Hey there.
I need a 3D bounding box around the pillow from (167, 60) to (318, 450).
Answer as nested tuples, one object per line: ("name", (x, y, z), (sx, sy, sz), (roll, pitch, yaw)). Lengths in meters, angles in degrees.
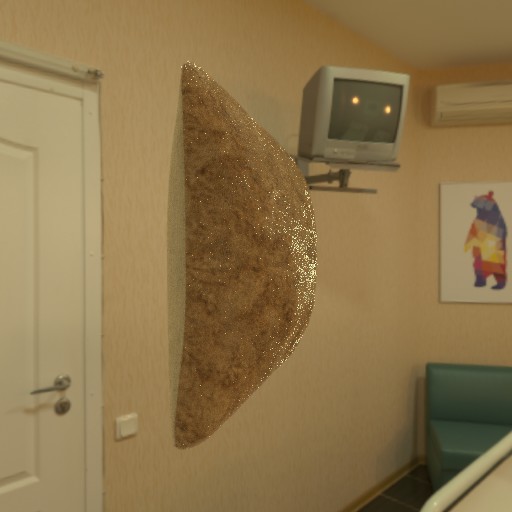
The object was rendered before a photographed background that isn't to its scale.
("pillow", (0.000, 0.000, 0.823), (0.216, 0.525, 0.538), (0, 1, 17))
